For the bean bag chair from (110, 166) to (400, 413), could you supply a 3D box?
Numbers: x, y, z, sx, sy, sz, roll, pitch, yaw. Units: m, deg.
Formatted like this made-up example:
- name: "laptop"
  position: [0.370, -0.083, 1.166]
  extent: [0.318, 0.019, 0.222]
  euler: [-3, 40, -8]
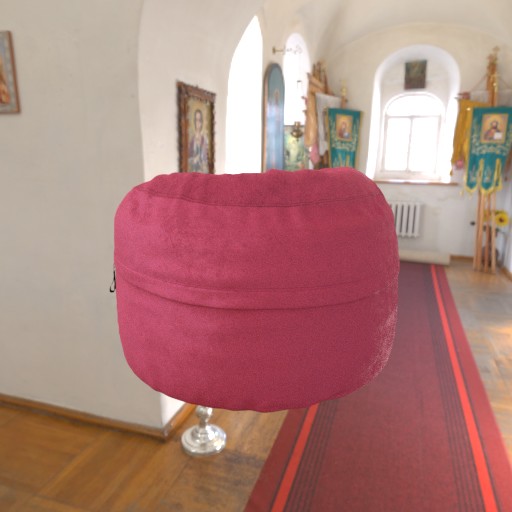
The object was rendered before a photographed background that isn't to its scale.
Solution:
- name: "bean bag chair"
  position: [0.000, 0.000, 1.945]
  extent: [1.218, 0.788, 1.218]
  euler: [0, 14, 0]
